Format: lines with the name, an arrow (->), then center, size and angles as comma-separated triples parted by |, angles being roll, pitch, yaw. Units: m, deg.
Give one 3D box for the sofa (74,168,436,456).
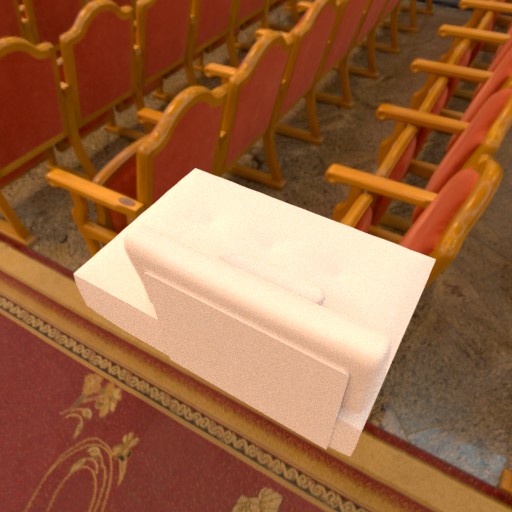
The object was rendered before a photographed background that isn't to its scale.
sofa -> 0.000, 0.000, 2.049 | 1.450, 0.820, 1.000 | 24, 51, 20
